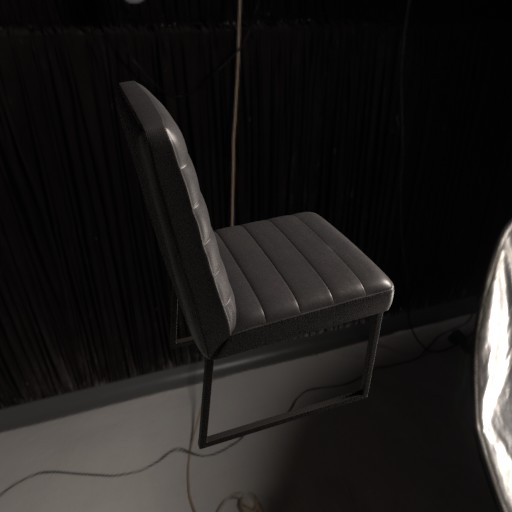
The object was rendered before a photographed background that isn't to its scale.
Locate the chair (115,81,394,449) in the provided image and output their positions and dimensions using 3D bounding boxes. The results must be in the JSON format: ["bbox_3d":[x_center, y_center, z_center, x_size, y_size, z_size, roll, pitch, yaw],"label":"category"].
[{"bbox_3d":[0.000,0.000,1.294,0.634,0.930,0.520,-11,32,-17],"label":"chair"}]
